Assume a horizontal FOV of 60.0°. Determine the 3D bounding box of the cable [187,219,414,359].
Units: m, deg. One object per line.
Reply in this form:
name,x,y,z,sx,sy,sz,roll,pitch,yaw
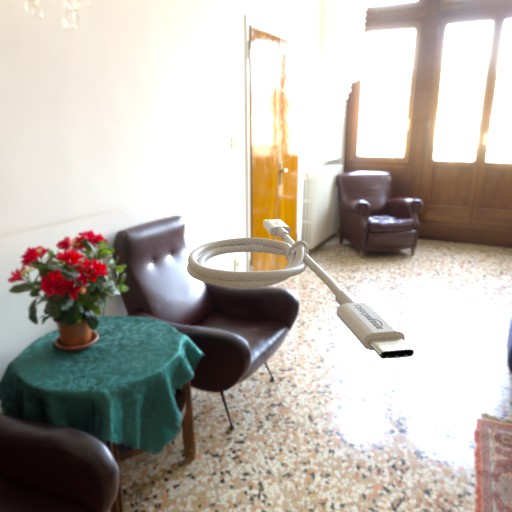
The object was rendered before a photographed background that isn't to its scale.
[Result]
cable,0.000,0.000,0.226,0.070,0.014,0.203,-3,16,-9
